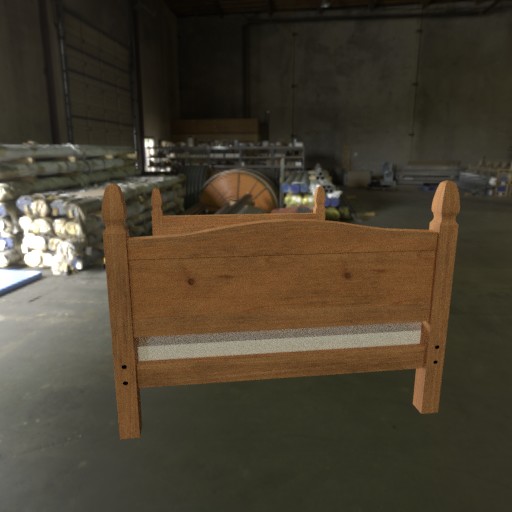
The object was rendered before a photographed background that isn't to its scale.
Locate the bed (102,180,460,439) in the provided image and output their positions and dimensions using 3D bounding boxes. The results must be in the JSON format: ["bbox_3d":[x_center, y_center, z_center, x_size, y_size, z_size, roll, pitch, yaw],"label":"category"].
[{"bbox_3d":[0.000,0.000,2.897,1.490,1.100,2.069,-2,14,-8],"label":"bed"}]
